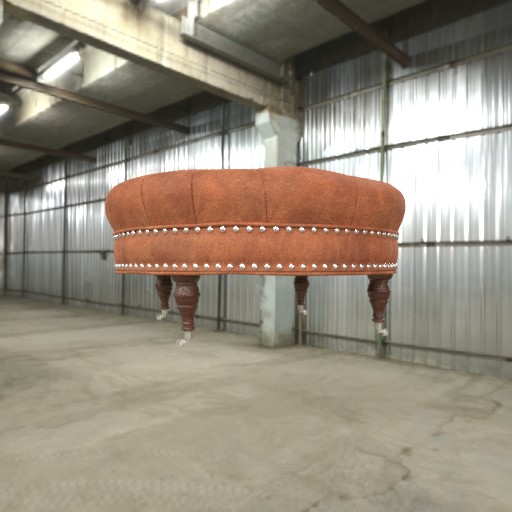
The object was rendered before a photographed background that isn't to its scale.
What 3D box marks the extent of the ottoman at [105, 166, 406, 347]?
[{"bbox_3d":[0.000,0.000,1.393,0.901,0.444,0.901,0,-1,0],"label":"ottoman"}]
